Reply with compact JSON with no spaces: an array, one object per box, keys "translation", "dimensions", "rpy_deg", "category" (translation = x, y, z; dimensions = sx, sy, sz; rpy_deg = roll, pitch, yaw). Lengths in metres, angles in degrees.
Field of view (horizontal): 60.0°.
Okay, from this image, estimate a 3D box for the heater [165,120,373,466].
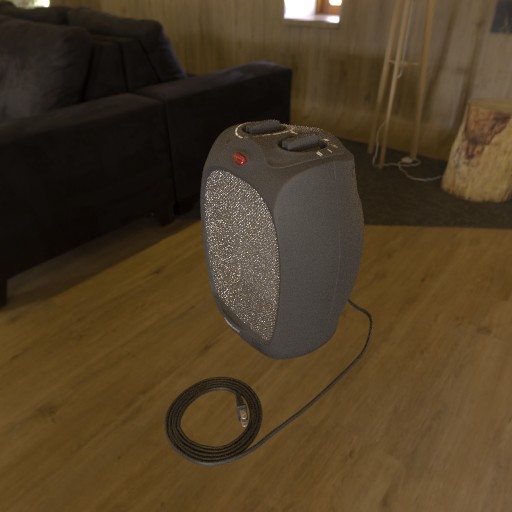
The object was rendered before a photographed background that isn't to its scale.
[{"translation":[0.000,0.000,0.465],"dimensions":[0.291,0.240,0.239],"rpy_deg":[-20,38,-29],"category":"heater"}]
